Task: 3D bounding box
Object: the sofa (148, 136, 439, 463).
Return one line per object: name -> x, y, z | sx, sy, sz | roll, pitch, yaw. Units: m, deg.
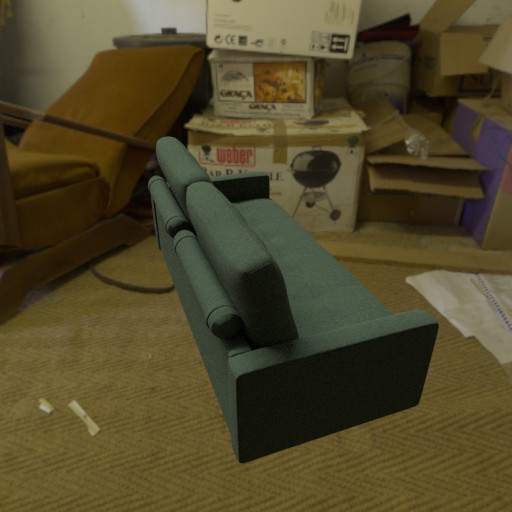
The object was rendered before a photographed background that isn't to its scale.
sofa -> 0.000, 0.000, 2.574 | 0.966, 1.050, 2.010 | -10, 32, -18
